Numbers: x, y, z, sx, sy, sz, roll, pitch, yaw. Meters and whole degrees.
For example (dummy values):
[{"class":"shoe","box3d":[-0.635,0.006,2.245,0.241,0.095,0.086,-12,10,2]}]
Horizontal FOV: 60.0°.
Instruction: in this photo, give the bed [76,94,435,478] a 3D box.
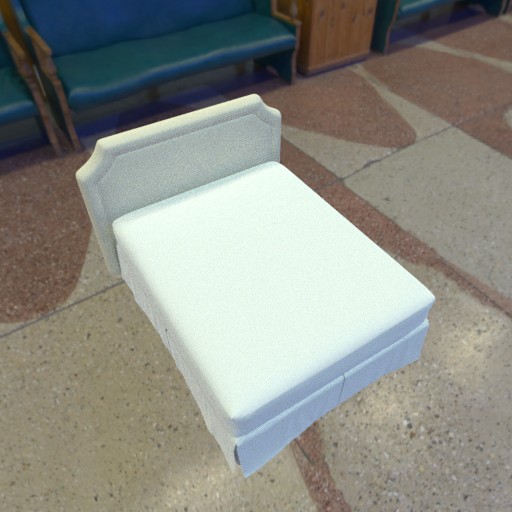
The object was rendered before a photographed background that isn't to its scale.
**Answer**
[{"class":"bed","box3d":[0.000,0.000,3.292,1.827,1.296,2.209,-25,51,-22]}]
